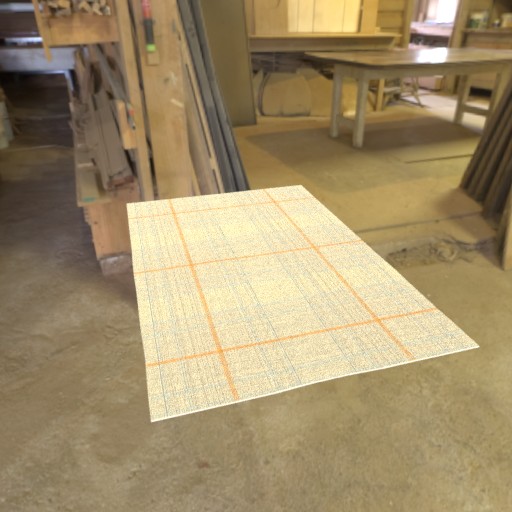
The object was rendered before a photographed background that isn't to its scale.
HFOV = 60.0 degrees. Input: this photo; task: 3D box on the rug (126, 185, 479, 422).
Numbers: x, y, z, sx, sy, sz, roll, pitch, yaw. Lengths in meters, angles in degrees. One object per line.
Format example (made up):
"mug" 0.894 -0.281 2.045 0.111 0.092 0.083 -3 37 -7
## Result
"rug" 0.000 0.000 2.290 1.232 0.015 1.825 -8 30 -14
